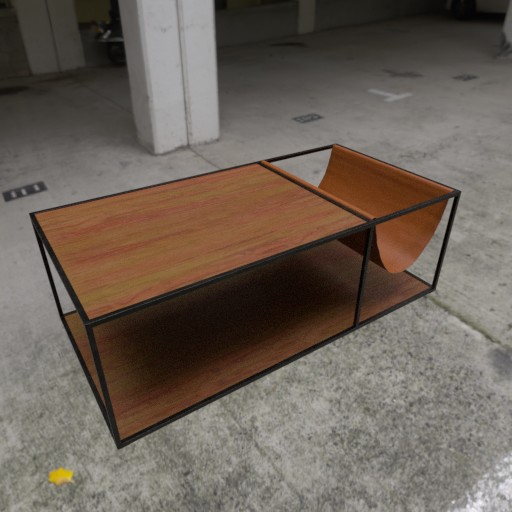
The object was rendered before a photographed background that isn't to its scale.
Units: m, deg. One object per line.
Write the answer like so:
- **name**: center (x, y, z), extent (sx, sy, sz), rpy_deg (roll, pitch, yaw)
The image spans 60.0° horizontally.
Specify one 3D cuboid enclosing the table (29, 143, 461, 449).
- **table**: center (0.000, 0.000, 1.469), extent (1.199, 0.403, 0.597), rpy_deg (-19, 36, -28)
